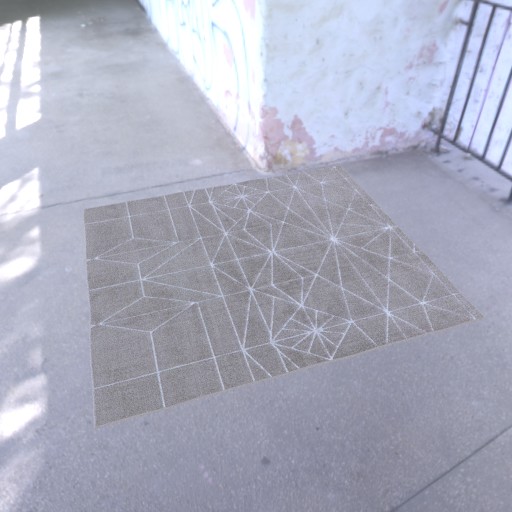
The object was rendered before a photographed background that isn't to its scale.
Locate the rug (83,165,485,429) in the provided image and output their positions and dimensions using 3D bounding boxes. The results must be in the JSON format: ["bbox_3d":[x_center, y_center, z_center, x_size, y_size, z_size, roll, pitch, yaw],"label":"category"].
[{"bbox_3d":[0.000,0.000,0.870,0.639,0.006,0.548,-12,42,-14],"label":"rug"}]
